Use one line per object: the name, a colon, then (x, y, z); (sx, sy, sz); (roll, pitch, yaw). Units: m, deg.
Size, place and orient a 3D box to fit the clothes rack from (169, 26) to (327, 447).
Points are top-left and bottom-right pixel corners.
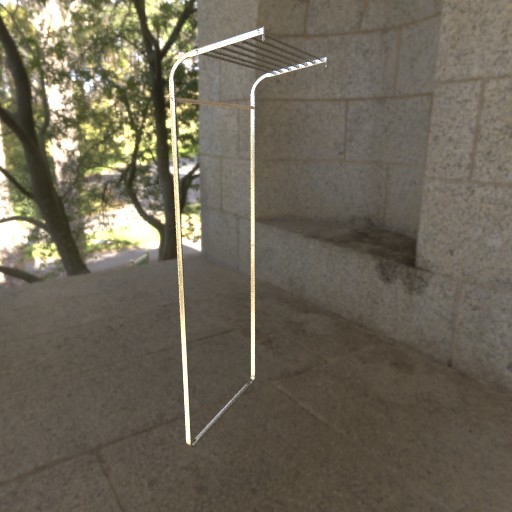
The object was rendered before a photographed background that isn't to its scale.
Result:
clothes rack: (0.000, 0.000, 1.829); (0.349, 1.574, 0.609); (8, 17, 25)
